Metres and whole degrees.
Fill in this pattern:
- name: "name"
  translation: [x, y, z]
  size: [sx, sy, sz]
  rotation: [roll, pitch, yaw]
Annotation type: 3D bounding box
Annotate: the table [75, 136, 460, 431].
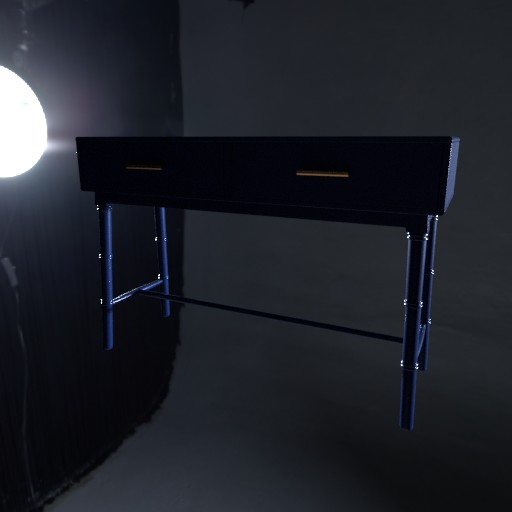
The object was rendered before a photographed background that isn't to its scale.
- name: "table"
  translation: [0.000, 0.000, 1.440]
  size: [1.118, 0.749, 0.399]
  rotation: [7, 17, 25]
